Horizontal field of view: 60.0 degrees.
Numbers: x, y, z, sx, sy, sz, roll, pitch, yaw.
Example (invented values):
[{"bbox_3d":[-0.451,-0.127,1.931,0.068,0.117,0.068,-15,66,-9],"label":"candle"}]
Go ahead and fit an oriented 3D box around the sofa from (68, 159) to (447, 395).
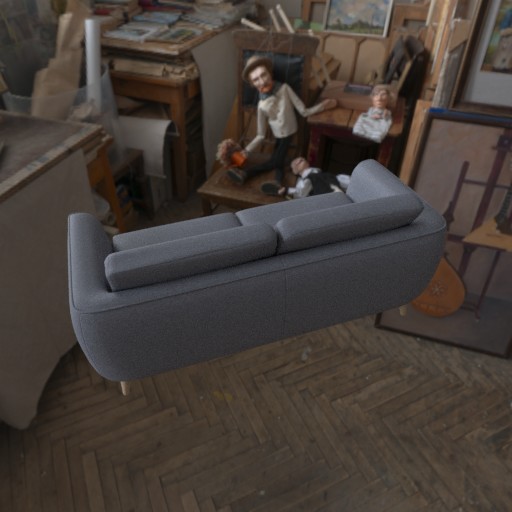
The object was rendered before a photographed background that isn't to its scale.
[{"bbox_3d":[0.000,0.000,2.613,2.000,0.870,0.920,-13,42,-14],"label":"sofa"}]
